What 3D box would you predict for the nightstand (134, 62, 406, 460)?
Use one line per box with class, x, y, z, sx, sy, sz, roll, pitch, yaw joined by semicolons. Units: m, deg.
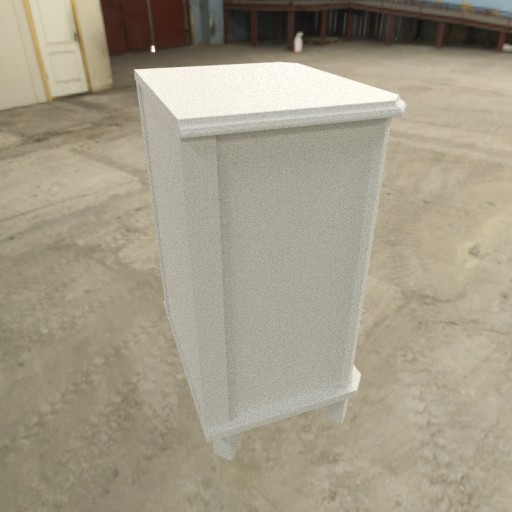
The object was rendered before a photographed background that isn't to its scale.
nightstand;0.000;0.000;0.917;0.351;0.681;0.435;-11;33;-17
